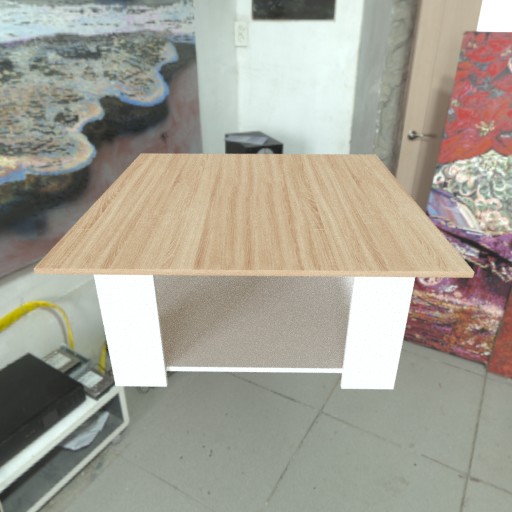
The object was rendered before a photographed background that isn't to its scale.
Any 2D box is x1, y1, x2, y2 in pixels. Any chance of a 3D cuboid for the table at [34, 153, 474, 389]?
[{"bbox_3d":[0.000,0.000,1.040,0.670,0.305,0.670,0,28,1],"label":"table"}]
